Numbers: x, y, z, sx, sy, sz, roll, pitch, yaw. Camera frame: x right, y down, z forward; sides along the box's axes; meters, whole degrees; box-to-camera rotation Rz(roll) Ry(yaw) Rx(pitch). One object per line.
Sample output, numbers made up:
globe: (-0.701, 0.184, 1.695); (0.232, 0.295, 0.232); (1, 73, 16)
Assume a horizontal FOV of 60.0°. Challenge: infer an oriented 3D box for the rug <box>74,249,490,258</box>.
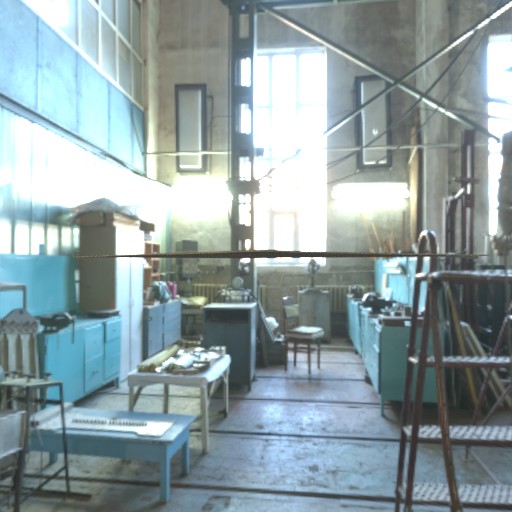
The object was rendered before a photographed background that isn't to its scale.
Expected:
rug: (0.000, 0.000, 4.182); (2.437, 0.015, 3.205); (1, -1, -38)
